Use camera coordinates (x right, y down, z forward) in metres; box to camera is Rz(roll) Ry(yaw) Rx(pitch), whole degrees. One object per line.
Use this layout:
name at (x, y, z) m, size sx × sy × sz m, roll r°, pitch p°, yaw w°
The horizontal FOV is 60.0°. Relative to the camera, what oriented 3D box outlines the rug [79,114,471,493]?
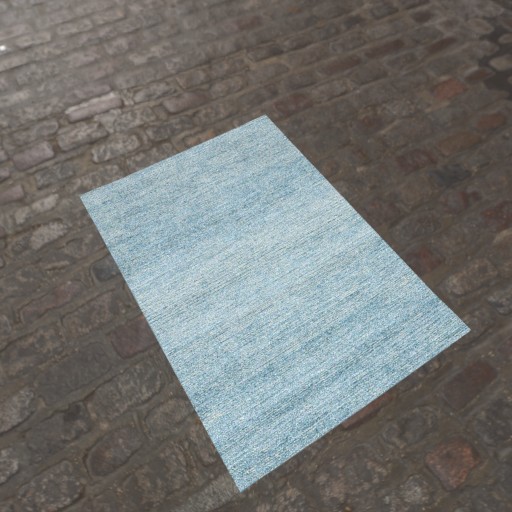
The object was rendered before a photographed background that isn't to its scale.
rug at (0.000, 0.000, 2.915) m, size 1.611 × 0.026 × 2.260 m, roll -28°, pitch 62°, yaw -17°
